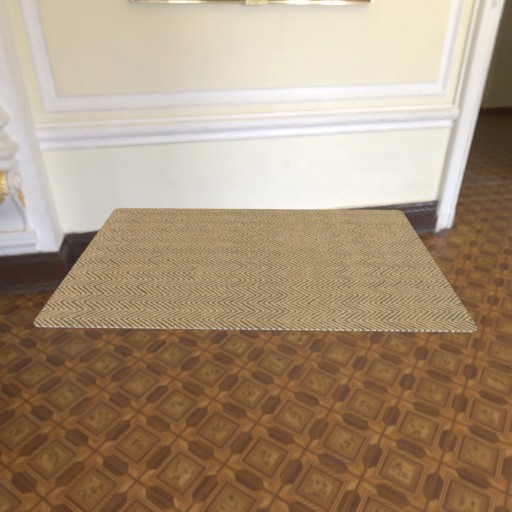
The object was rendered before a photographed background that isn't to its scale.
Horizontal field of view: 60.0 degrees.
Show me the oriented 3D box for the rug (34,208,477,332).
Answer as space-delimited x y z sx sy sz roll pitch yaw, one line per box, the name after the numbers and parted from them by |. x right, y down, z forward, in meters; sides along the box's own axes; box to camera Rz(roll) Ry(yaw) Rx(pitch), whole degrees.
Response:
0.000 0.000 2.221 1.752 0.008 1.144 1 30 1 | rug
